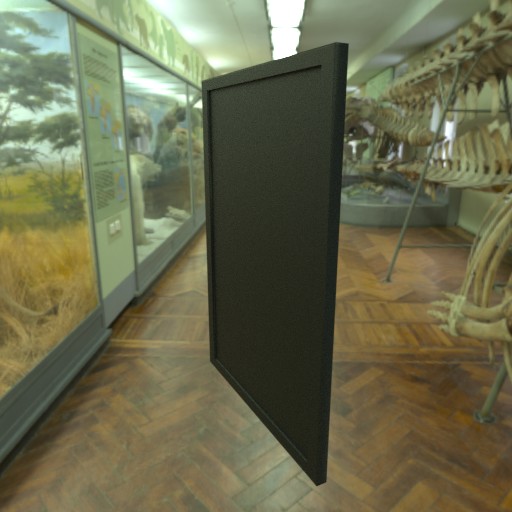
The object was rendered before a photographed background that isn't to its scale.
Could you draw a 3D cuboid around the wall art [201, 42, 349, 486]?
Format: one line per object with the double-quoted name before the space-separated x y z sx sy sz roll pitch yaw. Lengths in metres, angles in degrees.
"wall art" 0.000 0.000 0.545 0.013 0.431 0.303 -8 17 -26
